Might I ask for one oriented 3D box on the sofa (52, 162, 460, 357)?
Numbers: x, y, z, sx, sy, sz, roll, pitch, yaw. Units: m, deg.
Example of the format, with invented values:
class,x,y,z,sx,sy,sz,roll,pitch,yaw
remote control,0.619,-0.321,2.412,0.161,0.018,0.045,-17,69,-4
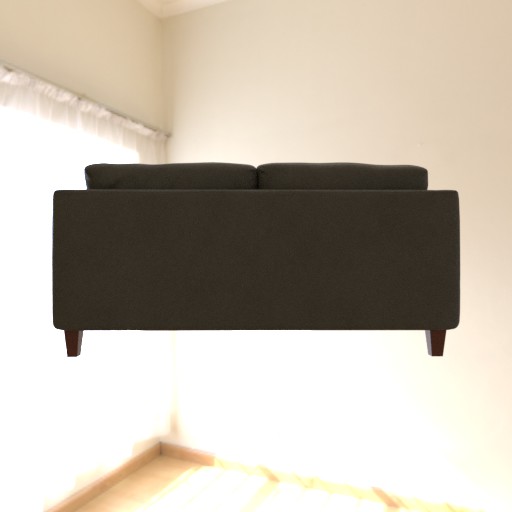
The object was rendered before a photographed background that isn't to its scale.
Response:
class,x,y,z,sx,sy,sz,roll,pitch,yaw
sofa,0.000,0.000,2.471,1.883,0.933,0.951,0,0,-1
